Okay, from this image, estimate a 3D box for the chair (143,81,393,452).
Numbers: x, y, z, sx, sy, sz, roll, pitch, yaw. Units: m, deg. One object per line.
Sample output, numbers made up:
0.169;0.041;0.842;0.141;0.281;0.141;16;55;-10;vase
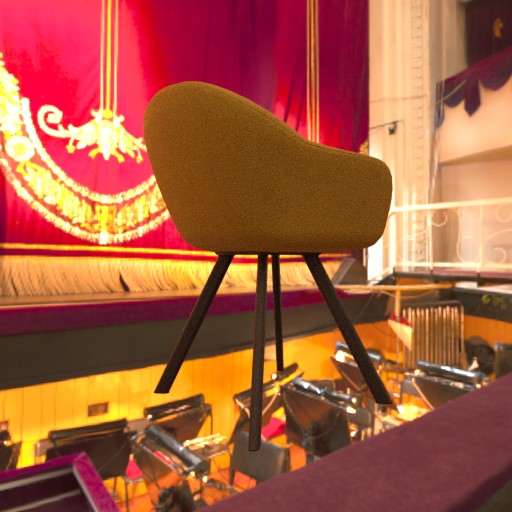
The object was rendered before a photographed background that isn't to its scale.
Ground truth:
0.000;0.000;1.181;0.565;0.775;0.545;0;0;-37;chair
